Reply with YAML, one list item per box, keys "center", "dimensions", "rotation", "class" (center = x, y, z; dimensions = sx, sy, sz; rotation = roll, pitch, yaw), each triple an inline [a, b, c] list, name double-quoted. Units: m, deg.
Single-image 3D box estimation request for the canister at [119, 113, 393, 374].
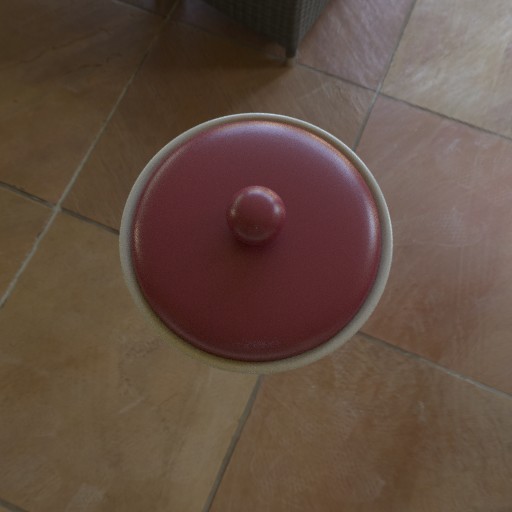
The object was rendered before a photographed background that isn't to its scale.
- center: [0.000, 0.000, 0.350]
  dimensions: [0.181, 0.211, 0.181]
  rotation: [0, 75, 0]
  class: "canister"
